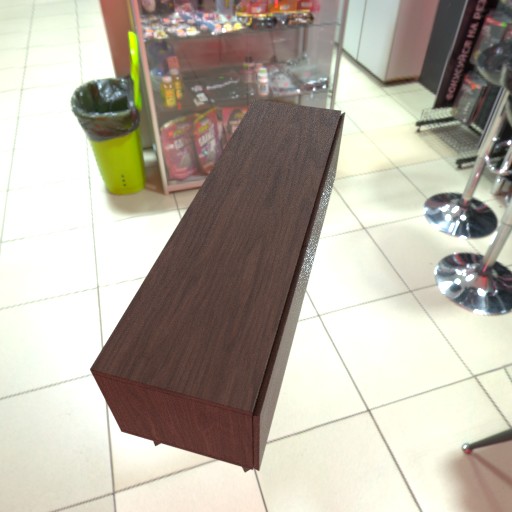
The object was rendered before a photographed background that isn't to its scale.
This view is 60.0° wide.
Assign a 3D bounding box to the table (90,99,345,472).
[{"bbox_3d":[0.000,0.000,1.631,0.405,0.508,1.397,11,46,11],"label":"table"}]
